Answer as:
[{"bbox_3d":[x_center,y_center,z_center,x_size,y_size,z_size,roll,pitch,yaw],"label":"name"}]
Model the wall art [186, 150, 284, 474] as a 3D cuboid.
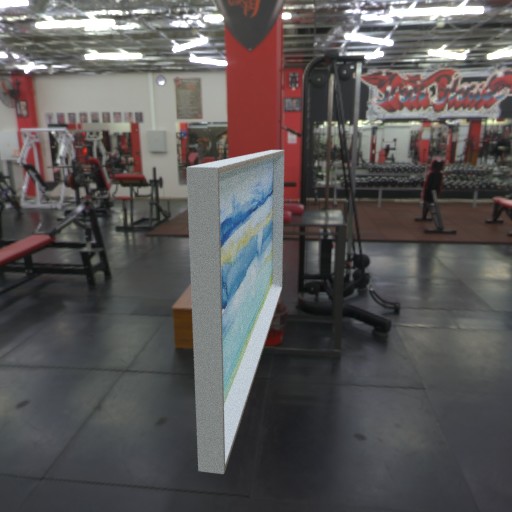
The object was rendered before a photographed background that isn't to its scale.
[{"bbox_3d":[0.000,0.000,0.968,0.038,0.431,0.812,2,15,9],"label":"wall art"}]
